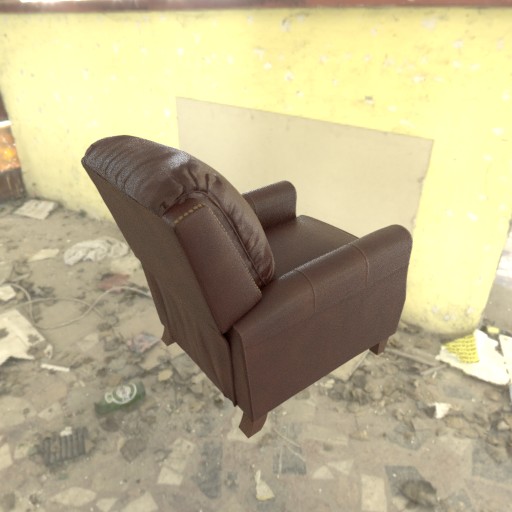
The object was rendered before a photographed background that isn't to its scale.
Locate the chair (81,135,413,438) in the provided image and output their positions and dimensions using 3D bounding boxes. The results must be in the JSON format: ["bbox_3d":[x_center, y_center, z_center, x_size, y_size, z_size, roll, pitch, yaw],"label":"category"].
[{"bbox_3d":[0.000,0.000,1.816,1.089,1.022,0.826,-19,34,-32],"label":"chair"}]
